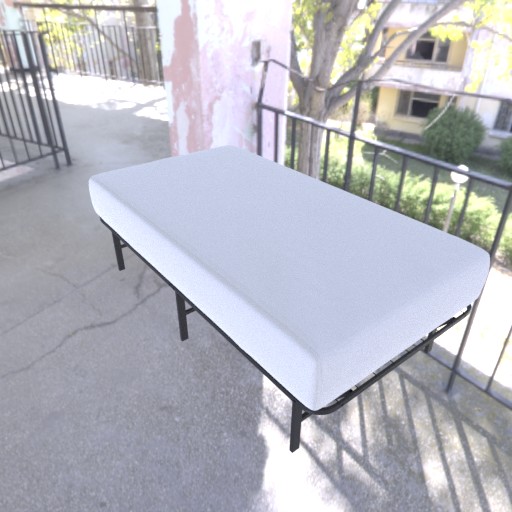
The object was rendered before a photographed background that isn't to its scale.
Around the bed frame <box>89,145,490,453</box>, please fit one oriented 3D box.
[{"bbox_3d":[0.000,0.000,2.320,1.025,0.640,1.908,-22,37,-32],"label":"bed frame"}]
